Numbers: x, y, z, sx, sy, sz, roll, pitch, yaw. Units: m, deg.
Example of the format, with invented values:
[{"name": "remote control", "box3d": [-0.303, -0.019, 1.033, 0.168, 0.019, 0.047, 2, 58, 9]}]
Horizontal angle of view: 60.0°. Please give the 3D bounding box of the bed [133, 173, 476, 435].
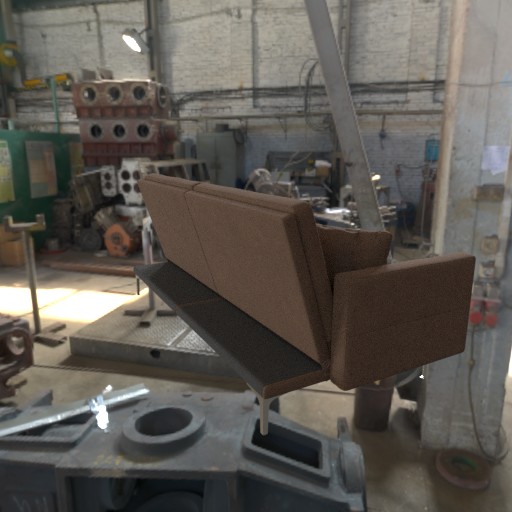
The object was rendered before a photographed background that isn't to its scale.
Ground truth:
[{"name": "bed", "box3d": [0.000, 0.000, 2.323, 0.889, 0.787, 1.905, -8, 16, -28]}]
